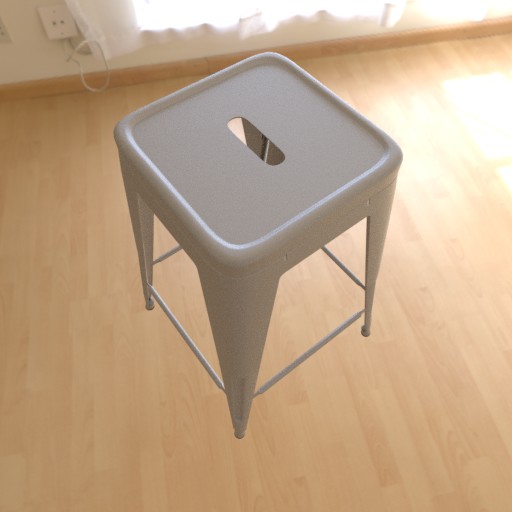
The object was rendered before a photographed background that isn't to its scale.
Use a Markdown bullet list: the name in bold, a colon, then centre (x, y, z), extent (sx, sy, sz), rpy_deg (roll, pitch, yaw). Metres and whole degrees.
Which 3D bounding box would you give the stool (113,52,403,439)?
- **stool**: centre (0.000, 0.000, 0.860), extent (0.410, 0.608, 0.410), rpy_deg (-33, 64, -19)
